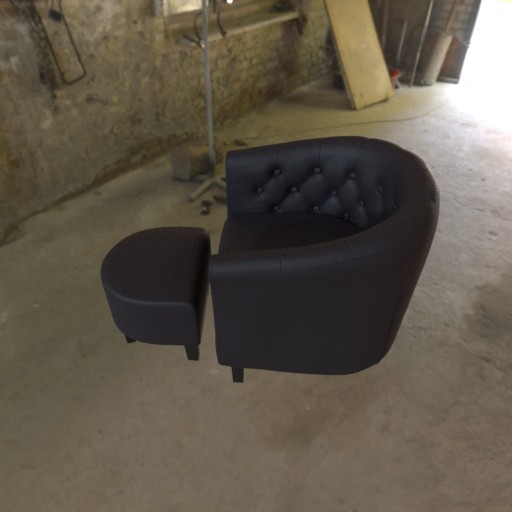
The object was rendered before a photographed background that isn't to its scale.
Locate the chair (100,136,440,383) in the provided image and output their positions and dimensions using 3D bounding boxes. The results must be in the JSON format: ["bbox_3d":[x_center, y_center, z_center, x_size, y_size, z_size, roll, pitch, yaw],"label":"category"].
[{"bbox_3d":[0.000,0.000,1.682,1.191,0.760,0.763,1,40,1],"label":"chair"}]
